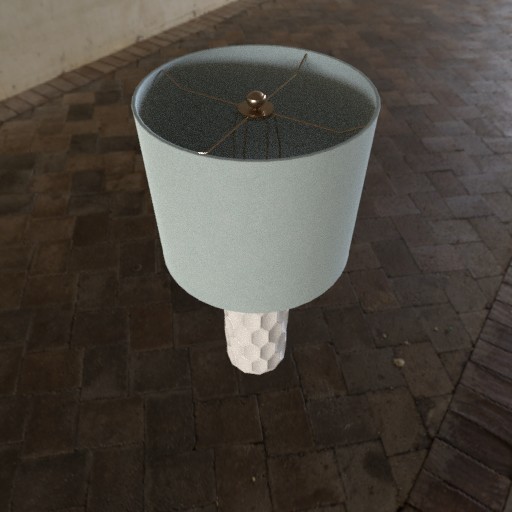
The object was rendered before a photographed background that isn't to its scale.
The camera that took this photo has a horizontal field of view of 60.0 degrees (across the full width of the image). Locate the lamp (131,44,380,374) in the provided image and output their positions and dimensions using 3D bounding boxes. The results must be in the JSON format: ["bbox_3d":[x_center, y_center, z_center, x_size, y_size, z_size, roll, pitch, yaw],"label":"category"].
[{"bbox_3d":[0.000,0.000,0.693,0.277,0.534,0.277,-16,48,-15],"label":"lamp"}]
